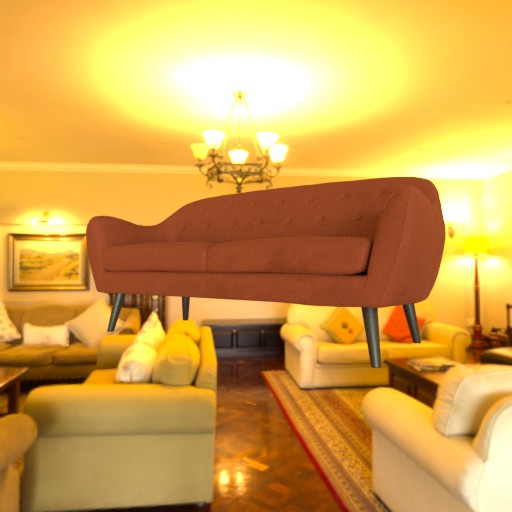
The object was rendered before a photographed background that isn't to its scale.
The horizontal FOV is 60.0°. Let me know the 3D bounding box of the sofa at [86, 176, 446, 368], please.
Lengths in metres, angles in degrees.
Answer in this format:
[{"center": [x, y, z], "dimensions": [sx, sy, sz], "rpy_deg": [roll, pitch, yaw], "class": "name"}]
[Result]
[{"center": [0.000, 0.000, 2.324], "dimensions": [1.840, 0.836, 0.820], "rpy_deg": [-1, -1, 34], "class": "sofa"}]
